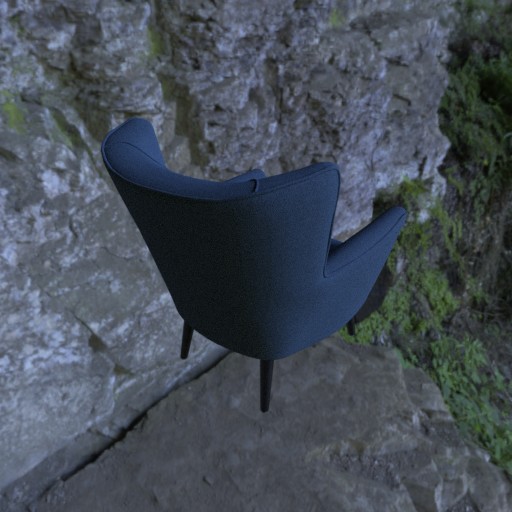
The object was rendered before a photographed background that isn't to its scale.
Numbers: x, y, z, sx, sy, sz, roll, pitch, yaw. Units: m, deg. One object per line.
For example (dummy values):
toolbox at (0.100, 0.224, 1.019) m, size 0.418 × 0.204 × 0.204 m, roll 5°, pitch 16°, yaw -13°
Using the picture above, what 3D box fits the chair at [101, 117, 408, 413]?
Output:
chair at (0.000, 0.000, 1.600) m, size 0.781 × 0.933 × 0.888 m, roll 22°, pitch 37°, yaw 34°
